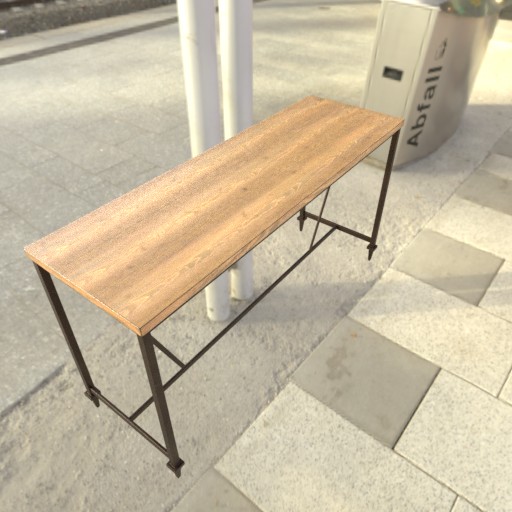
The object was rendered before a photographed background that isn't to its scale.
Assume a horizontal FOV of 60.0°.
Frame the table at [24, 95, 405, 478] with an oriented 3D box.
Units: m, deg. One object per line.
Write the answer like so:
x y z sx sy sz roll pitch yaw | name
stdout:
0.000 0.000 2.068 0.551 0.902 1.700 26 46 28 | table
